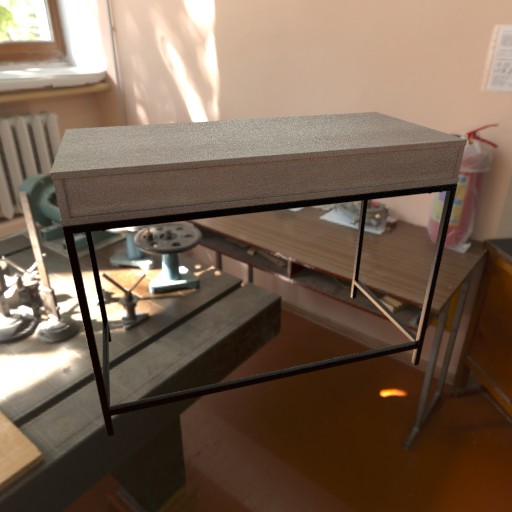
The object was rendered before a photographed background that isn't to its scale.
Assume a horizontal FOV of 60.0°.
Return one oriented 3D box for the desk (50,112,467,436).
[{"bbox_3d":[0.000,0.000,1.403,1.016,0.762,0.470,-8,28,-15],"label":"desk"}]
